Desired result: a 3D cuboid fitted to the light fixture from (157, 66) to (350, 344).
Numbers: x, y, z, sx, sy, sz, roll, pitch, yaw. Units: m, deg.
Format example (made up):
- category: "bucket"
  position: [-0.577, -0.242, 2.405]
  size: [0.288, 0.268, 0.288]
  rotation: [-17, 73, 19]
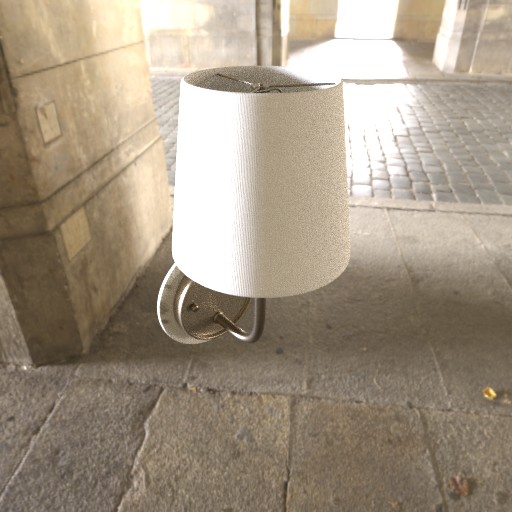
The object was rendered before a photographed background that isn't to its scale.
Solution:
- category: "light fixture"
  position: [0.000, 0.000, 0.443]
  size: [0.168, 0.337, 0.188]
  rotation: [-23, 38, -33]
